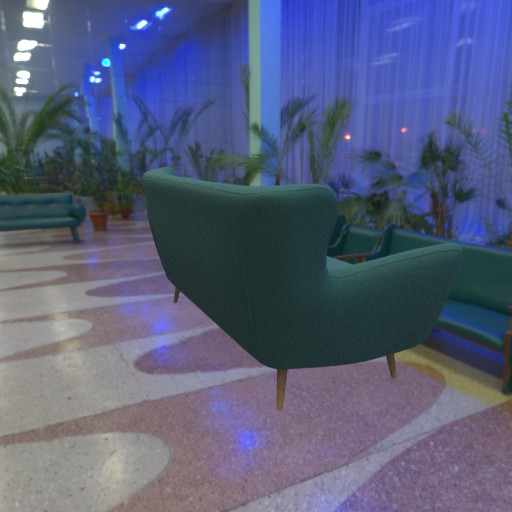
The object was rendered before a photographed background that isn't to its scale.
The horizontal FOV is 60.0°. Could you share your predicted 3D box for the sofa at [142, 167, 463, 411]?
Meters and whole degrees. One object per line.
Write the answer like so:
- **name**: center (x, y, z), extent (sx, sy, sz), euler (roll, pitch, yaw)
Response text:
- **sofa**: center (0.000, 0.000, 2.381), extent (0.889, 0.890, 1.930), euler (-7, 15, -26)
